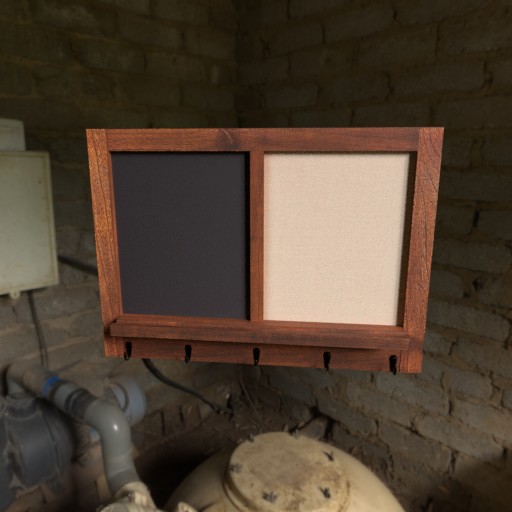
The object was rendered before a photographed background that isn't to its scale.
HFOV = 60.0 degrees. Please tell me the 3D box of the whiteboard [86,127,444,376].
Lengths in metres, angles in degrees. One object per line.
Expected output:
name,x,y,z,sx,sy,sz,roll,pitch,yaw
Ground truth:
whiteboard,0.000,0.000,0.994,0.768,0.553,0.083,2,13,6
